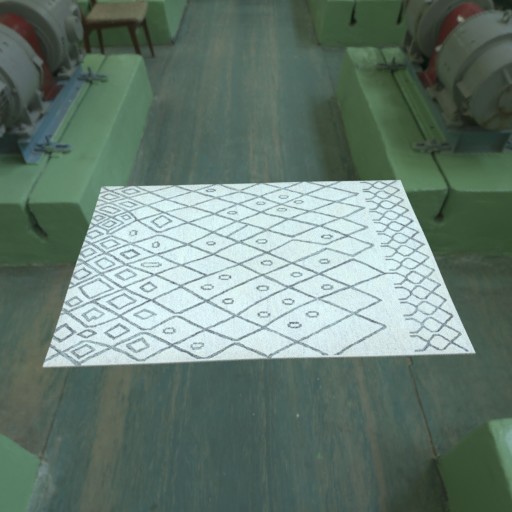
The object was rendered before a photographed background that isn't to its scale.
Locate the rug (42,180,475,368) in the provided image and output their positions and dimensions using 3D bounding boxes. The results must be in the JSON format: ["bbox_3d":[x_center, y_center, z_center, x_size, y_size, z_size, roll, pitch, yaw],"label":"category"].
[{"bbox_3d":[0.000,0.000,2.286,1.828,0.015,1.222,-2,46,-1],"label":"rug"}]
